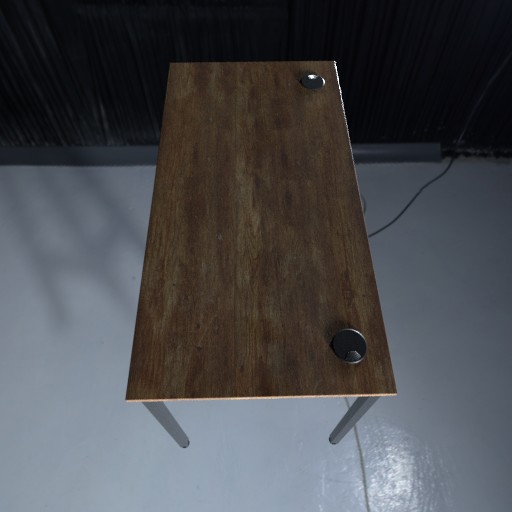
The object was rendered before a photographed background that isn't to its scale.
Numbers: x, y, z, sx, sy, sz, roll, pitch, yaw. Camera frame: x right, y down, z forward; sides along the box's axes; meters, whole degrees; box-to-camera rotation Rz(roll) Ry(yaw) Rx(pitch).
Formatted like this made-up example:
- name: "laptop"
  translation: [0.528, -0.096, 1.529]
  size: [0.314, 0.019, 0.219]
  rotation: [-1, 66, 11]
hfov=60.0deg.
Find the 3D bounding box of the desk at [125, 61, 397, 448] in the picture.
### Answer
- name: "desk"
  translation: [0.000, 0.000, 1.608]
  size: [0.600, 0.749, 1.200]
  rotation: [-1, 58, -1]
